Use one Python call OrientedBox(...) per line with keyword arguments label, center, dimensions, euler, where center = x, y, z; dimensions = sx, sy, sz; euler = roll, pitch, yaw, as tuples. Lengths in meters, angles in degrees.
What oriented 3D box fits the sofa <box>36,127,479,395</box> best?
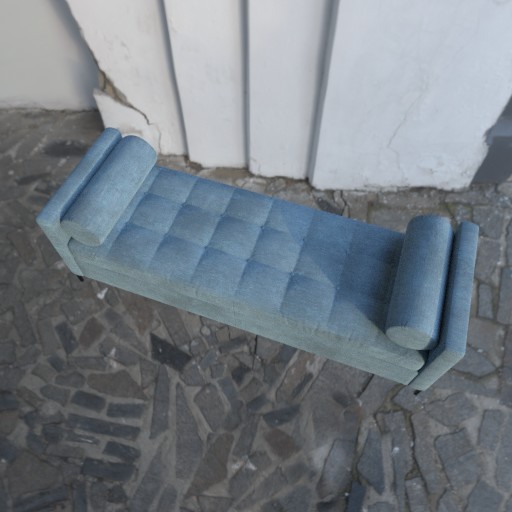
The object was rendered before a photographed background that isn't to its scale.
OrientedBox(label="sofa", center=(0.000, 0.000, 2.329), dimensions=(1.981, 0.635, 0.686), euler=(17, 59, 10))
